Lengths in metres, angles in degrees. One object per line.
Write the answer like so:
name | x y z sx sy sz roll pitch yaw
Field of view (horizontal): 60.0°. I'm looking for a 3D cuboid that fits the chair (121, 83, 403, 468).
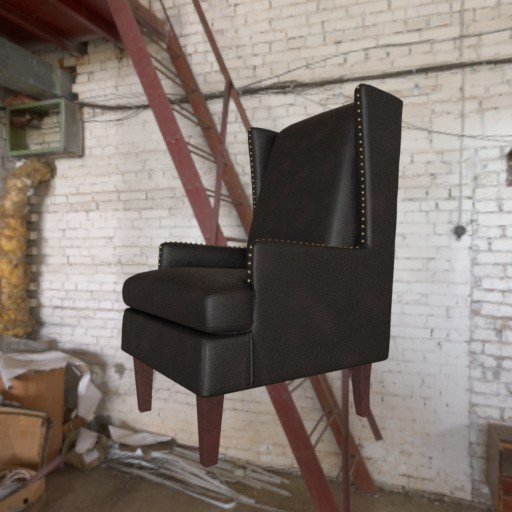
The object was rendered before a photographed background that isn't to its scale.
chair | 0.000 0.000 1.614 0.799 1.142 0.703 -1 1 -35
